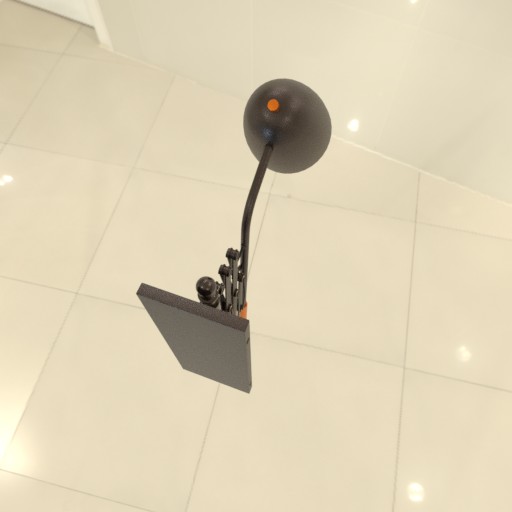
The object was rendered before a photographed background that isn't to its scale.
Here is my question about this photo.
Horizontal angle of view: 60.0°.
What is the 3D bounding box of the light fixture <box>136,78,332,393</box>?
[{"bbox_3d":[0.000,0.000,0.937,0.162,0.715,0.499,18,64,9],"label":"light fixture"}]
